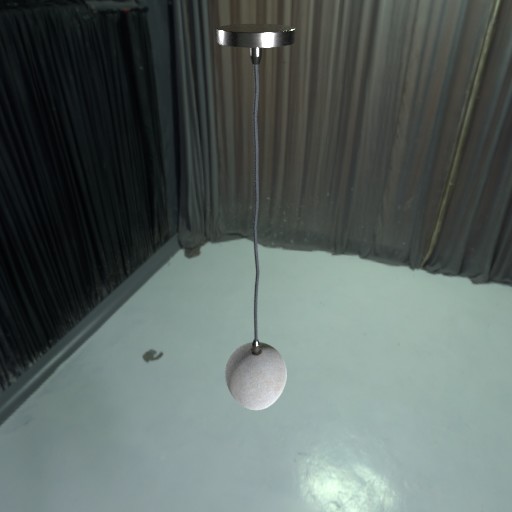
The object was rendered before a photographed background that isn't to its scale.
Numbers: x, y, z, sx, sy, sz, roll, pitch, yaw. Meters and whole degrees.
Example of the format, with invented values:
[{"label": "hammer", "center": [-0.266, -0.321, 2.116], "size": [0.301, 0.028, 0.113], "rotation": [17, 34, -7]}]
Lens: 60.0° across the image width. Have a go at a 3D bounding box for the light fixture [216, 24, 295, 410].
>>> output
[{"label": "light fixture", "center": [0.000, 0.000, 0.830], "size": [0.139, 0.764, 0.139], "rotation": [9, 34, 14]}]
